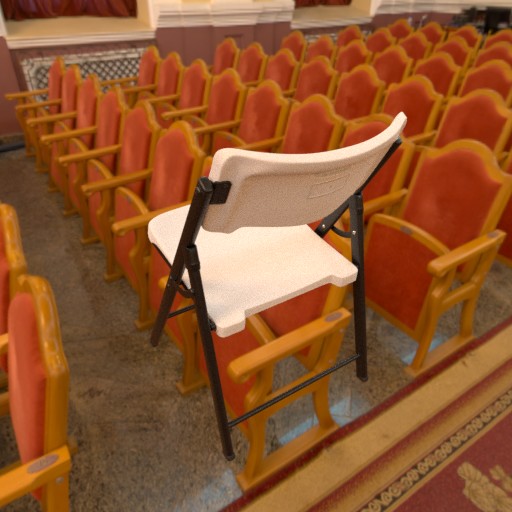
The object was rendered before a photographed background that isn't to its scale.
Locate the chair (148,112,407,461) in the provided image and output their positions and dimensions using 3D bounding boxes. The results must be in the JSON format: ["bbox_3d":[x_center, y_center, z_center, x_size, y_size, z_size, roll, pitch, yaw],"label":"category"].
[{"bbox_3d":[0.000,0.000,1.141,0.482,0.765,0.577,-19,37,-28],"label":"chair"}]
